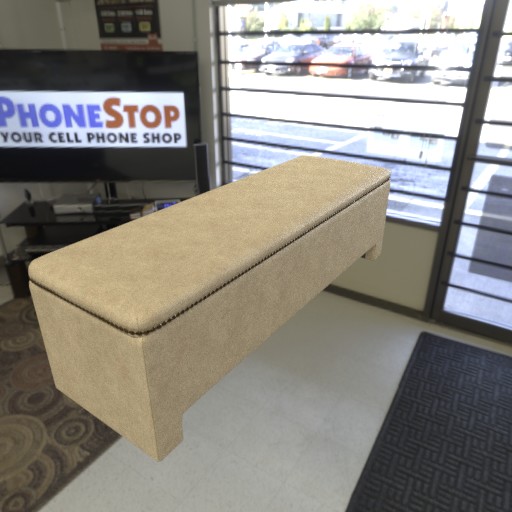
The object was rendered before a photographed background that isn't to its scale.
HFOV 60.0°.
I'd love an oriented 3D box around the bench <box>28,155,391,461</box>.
[{"bbox_3d":[0.000,0.000,1.668,0.470,0.447,1.482,18,32,32],"label":"bench"}]
